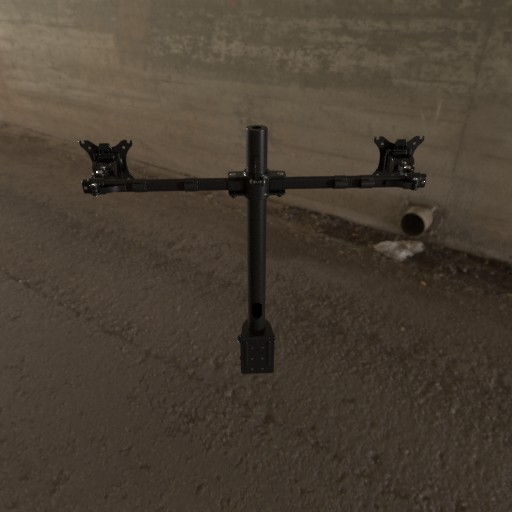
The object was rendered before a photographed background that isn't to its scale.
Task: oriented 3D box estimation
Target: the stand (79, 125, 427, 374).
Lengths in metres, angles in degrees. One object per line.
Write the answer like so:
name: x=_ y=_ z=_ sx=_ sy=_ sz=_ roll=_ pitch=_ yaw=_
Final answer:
stand: x=0.000 y=0.000 z=1.018 sx=0.743 sy=0.603 sz=0.150 roll=-1 pitch=31 yaw=-2
